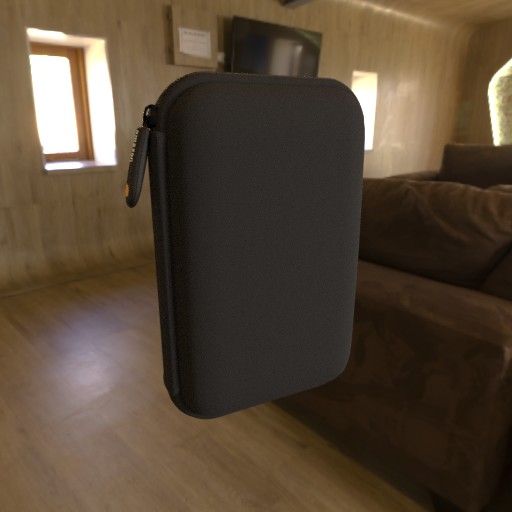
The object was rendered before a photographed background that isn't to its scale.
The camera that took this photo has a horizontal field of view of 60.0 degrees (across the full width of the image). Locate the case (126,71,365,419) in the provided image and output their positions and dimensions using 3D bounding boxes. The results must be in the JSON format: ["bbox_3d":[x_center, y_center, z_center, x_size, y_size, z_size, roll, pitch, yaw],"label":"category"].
[{"bbox_3d":[0.000,0.000,0.193,0.107,0.147,0.030,-8,18,-26],"label":"case"}]
